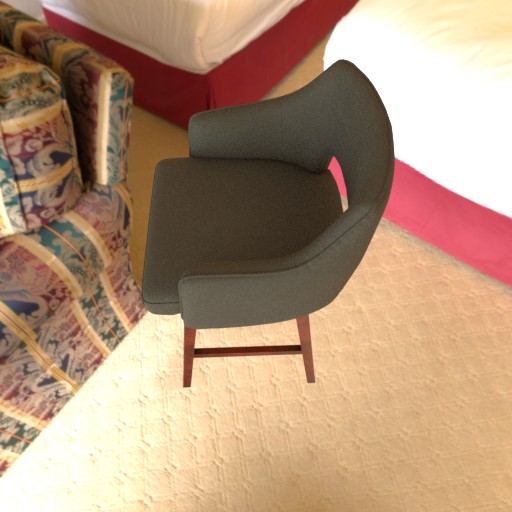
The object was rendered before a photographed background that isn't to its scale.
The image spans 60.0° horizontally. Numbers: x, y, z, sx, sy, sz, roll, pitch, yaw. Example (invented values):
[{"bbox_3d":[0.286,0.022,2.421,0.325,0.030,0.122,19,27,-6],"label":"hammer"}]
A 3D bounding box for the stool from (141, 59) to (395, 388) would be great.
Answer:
[{"bbox_3d":[0.000,0.000,1.301,0.558,1.012,0.548,-2,58,-1],"label":"stool"}]
